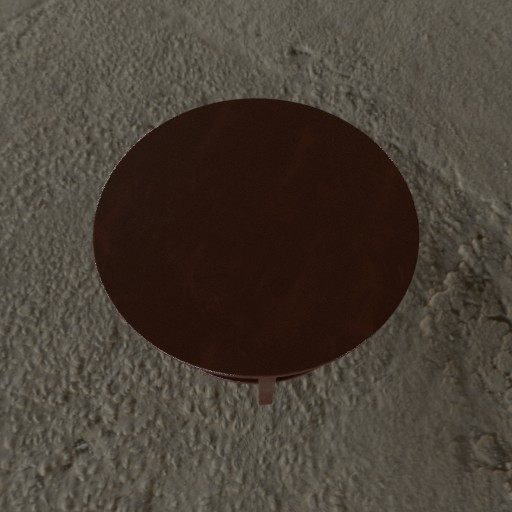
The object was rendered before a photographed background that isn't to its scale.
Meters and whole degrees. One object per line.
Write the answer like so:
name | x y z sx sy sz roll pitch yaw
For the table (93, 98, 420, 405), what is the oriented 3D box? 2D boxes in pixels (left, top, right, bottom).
table | 0.000 0.000 1.476 0.911 0.512 0.911 0 62 0
